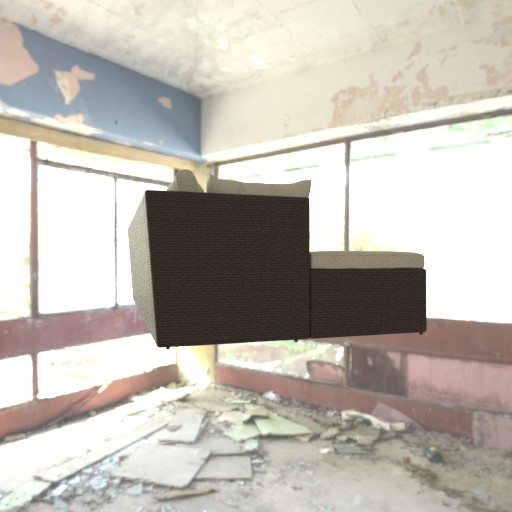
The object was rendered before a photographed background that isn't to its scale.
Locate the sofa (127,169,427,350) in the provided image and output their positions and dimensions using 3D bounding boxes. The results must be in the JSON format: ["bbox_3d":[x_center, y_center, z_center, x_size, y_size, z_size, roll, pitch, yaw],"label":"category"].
[{"bbox_3d":[0.000,0.000,2.999,1.612,0.766,2.192,0,-1,-18],"label":"sofa"}]
